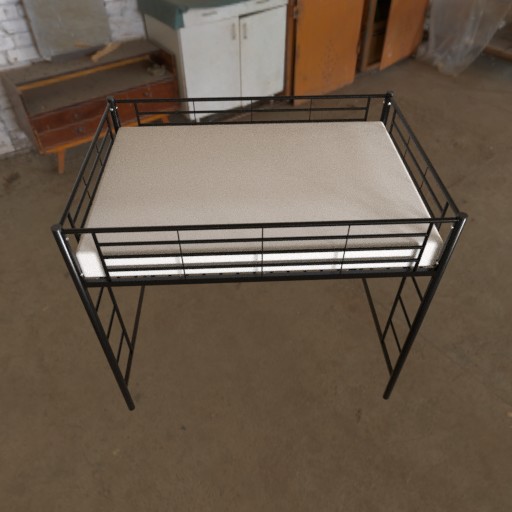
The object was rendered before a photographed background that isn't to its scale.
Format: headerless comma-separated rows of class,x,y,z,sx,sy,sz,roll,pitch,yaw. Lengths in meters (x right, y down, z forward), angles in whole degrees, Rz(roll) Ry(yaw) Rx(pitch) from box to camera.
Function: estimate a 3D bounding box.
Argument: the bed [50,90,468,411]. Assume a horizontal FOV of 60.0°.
bed,0.000,0.000,3.215,1.994,1.803,1.397,-2,45,-2
